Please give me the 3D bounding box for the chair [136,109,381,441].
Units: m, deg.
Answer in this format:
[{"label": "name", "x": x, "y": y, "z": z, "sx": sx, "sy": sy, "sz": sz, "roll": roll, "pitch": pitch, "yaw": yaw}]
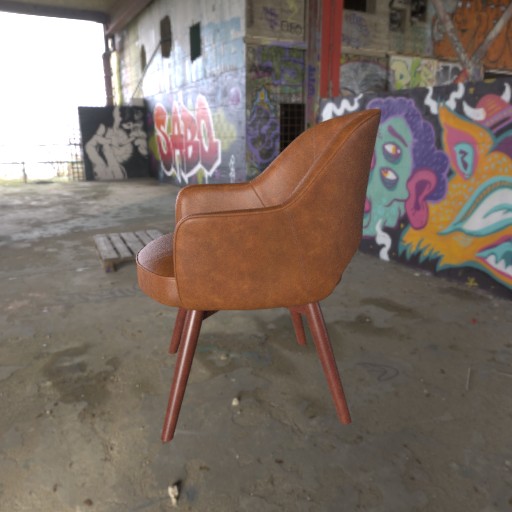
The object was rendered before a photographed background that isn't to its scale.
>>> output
[{"label": "chair", "x": 0.000, "y": 0.000, "z": 1.223, "sx": 0.640, "sy": 0.777, "sz": 0.591, "roll": -2, "pitch": 15, "yaw": -8}]
